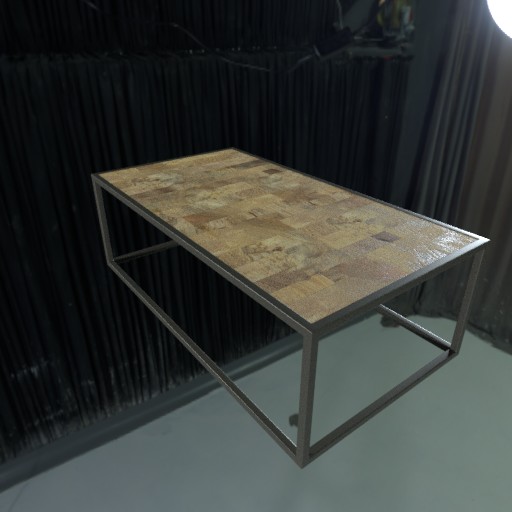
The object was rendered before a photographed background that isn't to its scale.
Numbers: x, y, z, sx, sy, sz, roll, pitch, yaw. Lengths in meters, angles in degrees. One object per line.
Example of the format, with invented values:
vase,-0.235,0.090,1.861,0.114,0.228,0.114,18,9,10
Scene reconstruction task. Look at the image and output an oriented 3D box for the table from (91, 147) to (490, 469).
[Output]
table,0.000,0.000,1.513,0.649,0.398,1.199,-20,34,-32
